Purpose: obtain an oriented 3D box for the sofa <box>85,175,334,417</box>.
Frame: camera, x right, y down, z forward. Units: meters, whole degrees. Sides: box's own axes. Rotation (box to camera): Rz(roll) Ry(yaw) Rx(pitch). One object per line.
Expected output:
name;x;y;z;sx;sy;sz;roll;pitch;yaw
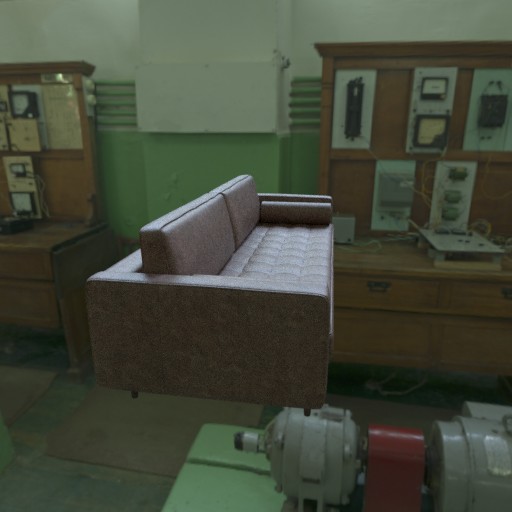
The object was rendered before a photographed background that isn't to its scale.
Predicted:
sofa;0.000;0.000;2.623;0.914;0.762;2.210;3;17;9
